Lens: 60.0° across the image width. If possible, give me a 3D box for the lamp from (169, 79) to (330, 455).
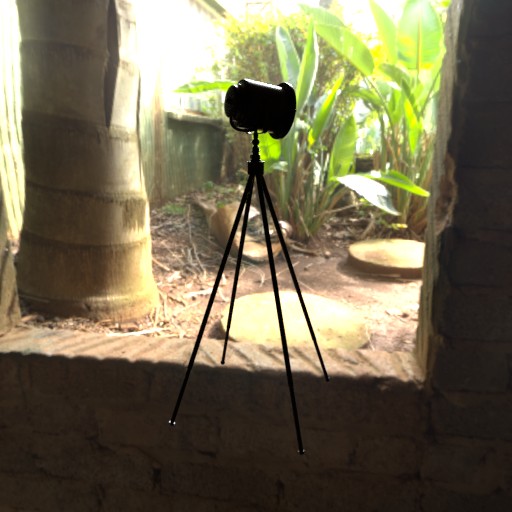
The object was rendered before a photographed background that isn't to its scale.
[{"bbox_3d":[0.000,0.000,2.024,0.884,1.504,0.879,-7,16,-26],"label":"lamp"}]
